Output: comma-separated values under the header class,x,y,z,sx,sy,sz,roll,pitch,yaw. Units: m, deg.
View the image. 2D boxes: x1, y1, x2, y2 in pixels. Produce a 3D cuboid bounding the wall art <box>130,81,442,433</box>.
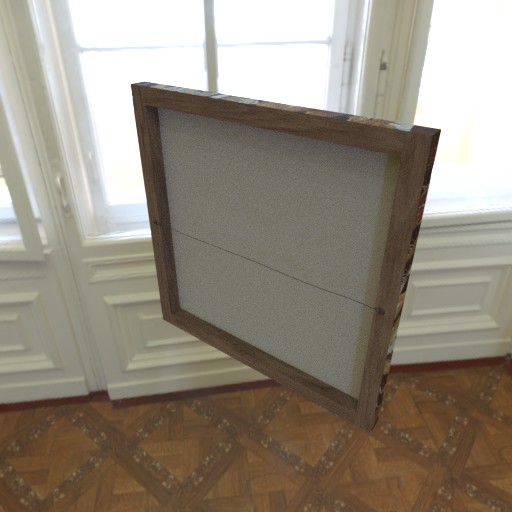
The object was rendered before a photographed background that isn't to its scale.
class,x,y,z,sx,sy,sz,roll,pitch,yaw
wall art,0.000,0.000,0.914,0.609,0.613,0.041,21,37,30
